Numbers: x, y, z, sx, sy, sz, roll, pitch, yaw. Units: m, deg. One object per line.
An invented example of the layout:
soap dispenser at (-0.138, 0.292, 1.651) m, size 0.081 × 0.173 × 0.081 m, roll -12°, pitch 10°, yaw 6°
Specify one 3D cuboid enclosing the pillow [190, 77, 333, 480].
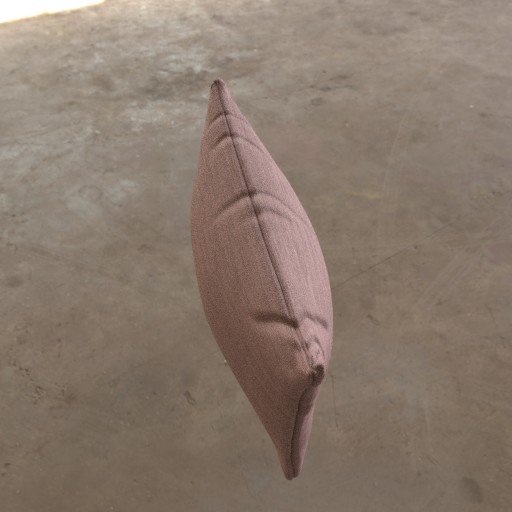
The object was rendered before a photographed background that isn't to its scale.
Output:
pillow at (0.000, 0.000, 0.761) m, size 0.210 × 0.338 × 0.633 m, roll -9°, pitch 49°, yaw -8°
